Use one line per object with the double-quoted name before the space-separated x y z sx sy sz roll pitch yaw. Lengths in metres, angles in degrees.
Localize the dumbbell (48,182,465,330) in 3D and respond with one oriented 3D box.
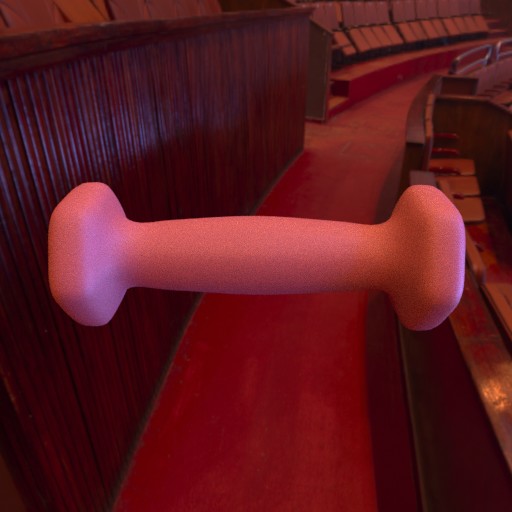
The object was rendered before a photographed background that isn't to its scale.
"dumbbell" 0.000 0.000 0.143 0.123 0.043 0.047 1 31 1
